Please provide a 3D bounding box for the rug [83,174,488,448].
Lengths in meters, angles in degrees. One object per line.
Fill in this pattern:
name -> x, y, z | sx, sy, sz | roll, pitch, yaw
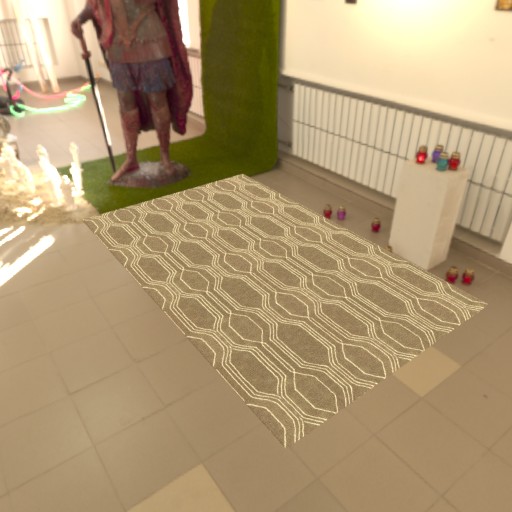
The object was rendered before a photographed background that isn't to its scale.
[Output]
rug -> 0.000, 0.000, 3.016 | 1.541, 0.012, 2.457 | -22, 39, -30
